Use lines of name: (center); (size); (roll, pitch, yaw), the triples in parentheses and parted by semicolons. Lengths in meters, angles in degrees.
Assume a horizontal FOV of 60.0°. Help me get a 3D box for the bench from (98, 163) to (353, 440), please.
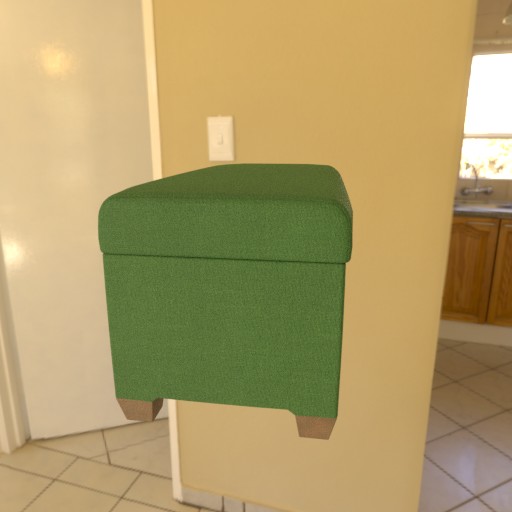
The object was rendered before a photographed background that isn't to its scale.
bench: (0.000, 0.000, 1.304); (0.505, 0.501, 0.989); (2, 15, 9)
